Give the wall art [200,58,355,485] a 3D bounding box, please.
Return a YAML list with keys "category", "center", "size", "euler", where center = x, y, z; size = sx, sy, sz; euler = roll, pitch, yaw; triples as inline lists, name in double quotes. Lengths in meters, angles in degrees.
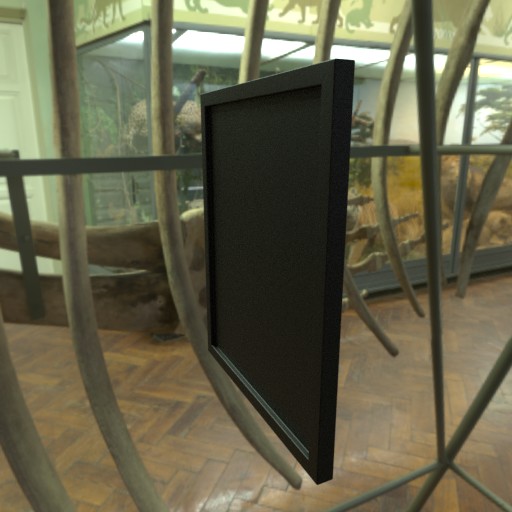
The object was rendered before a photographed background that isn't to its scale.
- category: "wall art"
  center: [0.000, 0.000, 0.759]
  size: [0.028, 0.559, 0.457]
  euler: [-7, 16, -25]
